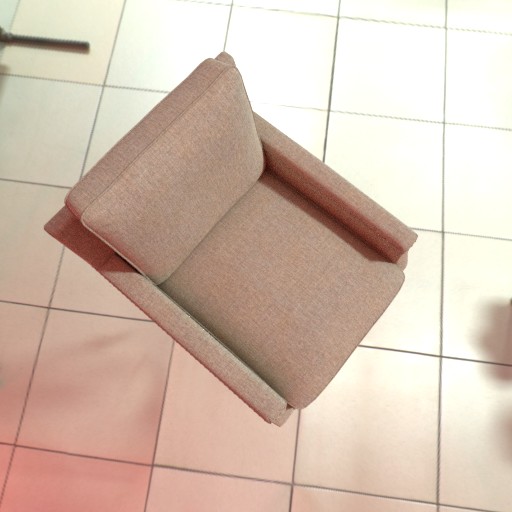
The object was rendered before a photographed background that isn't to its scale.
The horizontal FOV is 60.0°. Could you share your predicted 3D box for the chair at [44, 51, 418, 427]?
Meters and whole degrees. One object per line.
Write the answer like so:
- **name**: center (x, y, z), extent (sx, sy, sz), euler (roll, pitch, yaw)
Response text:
- **chair**: center (0.000, 0.000, 1.673), extent (1.014, 0.943, 0.853), euler (39, 78, 10)
